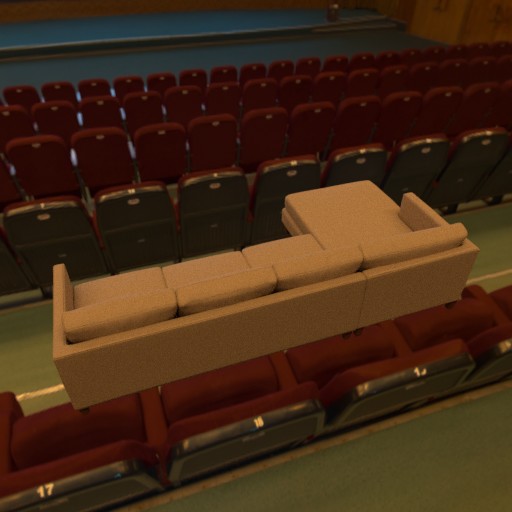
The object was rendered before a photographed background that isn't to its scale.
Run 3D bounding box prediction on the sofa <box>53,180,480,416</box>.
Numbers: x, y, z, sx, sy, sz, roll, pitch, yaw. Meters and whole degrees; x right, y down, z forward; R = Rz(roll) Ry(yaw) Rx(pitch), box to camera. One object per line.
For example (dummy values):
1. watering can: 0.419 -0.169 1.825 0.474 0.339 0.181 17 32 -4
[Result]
1. sofa: 0.000 0.000 3.810 3.186 0.846 1.625 -13 41 -15
